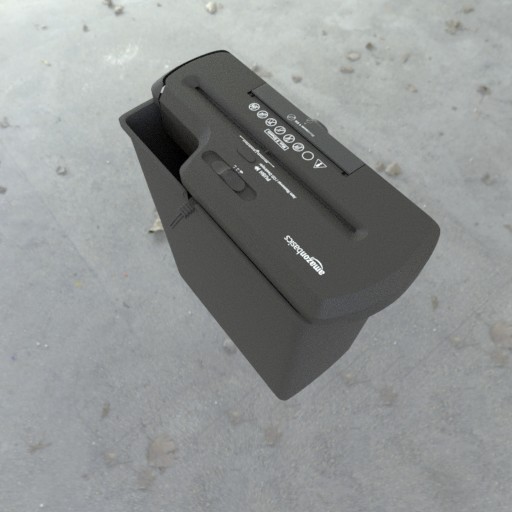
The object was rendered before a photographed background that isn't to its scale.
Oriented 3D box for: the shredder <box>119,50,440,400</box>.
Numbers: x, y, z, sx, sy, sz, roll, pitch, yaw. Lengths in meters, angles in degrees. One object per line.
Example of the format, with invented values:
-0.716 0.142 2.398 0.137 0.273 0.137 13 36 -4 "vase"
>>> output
0.000 0.000 0.515 0.170 0.335 0.320 -34 64 -19 "shredder"
